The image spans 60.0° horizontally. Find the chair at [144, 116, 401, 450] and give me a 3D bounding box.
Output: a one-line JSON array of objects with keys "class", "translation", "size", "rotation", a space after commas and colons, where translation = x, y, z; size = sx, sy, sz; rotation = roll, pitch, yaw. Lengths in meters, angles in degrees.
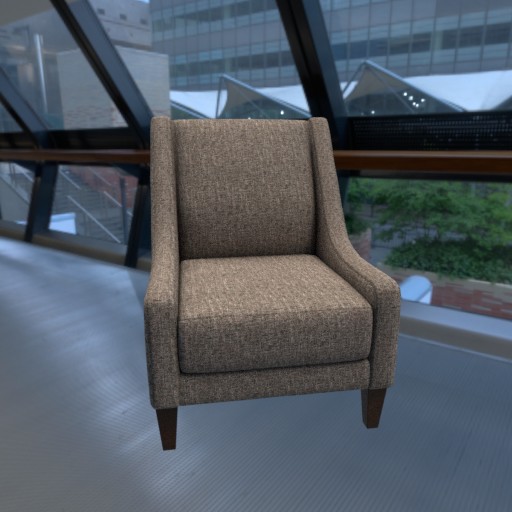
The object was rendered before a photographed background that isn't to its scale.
[{"class": "chair", "translation": [0.000, 0.000, 1.644], "size": [0.774, 1.014, 0.870], "rotation": [-2, 15, -9]}]
